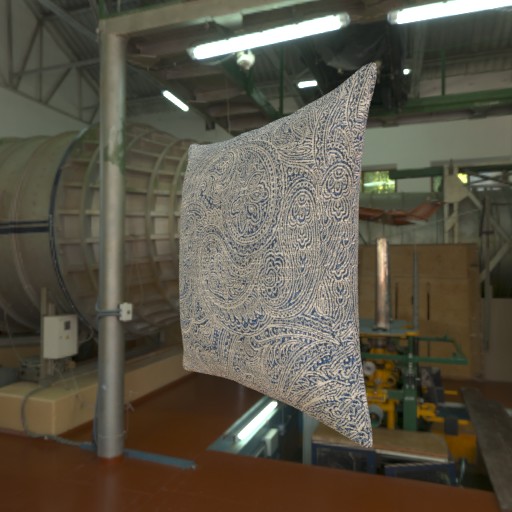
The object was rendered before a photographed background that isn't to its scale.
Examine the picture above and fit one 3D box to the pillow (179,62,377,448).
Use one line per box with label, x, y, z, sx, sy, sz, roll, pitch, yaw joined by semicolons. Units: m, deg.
pillow;0.000;0.000;0.793;0.166;0.510;0.523;1;-1;-37
